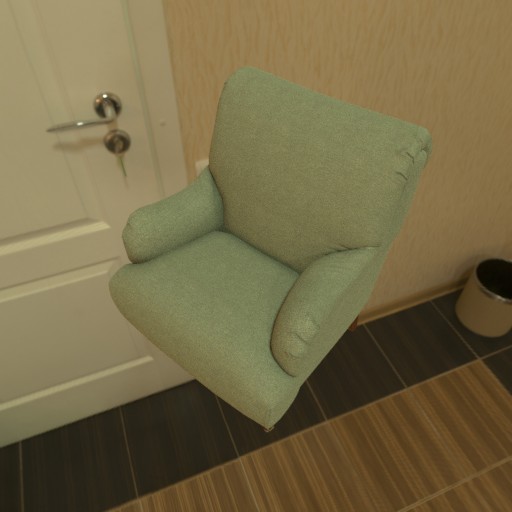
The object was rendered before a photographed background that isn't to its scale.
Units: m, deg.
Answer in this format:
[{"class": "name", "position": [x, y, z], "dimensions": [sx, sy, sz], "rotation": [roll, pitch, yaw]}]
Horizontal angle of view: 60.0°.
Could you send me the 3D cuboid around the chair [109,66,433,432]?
[{"class": "chair", "position": [0.000, 0.000, 1.968], "dimensions": [0.964, 1.178, 1.060], "rotation": [31, 54, 26]}]
